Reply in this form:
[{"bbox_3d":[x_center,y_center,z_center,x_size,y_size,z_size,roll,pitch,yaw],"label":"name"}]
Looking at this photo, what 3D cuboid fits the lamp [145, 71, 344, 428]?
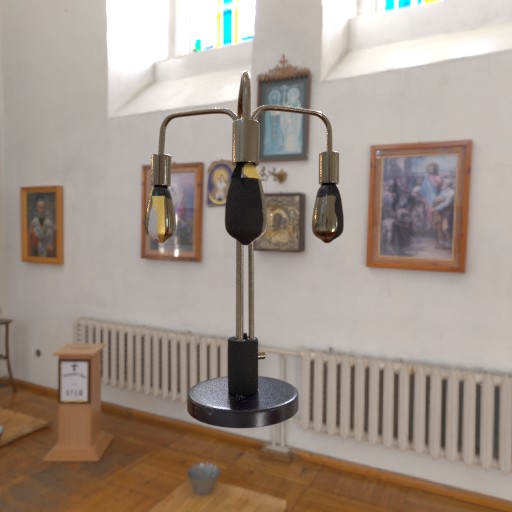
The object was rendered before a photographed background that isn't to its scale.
[{"bbox_3d":[0.000,0.000,0.799,0.368,0.560,0.355,0,1,-18],"label":"lamp"}]
